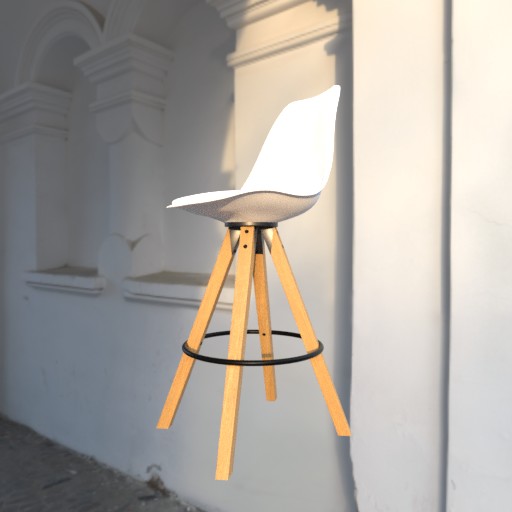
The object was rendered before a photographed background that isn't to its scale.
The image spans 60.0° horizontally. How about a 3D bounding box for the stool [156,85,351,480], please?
[{"bbox_3d":[0.000,0.000,1.409,0.549,1.115,0.482,-1,2,-35],"label":"stool"}]
